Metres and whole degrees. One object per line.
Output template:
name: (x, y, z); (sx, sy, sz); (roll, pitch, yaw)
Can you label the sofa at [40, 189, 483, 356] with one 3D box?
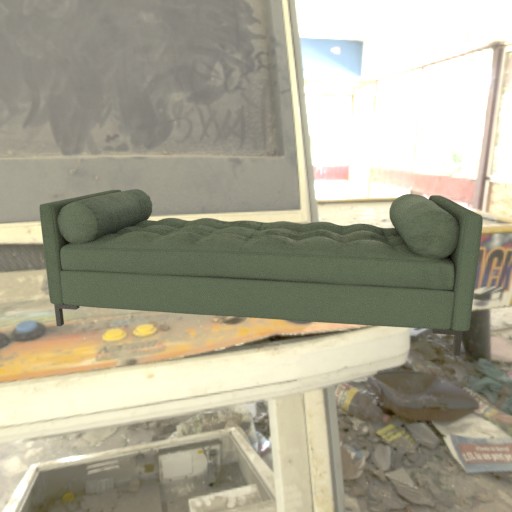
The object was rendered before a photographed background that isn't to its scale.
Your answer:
sofa: (0.000, 0.000, 2.493); (2.130, 0.681, 0.817); (2, 14, 10)
